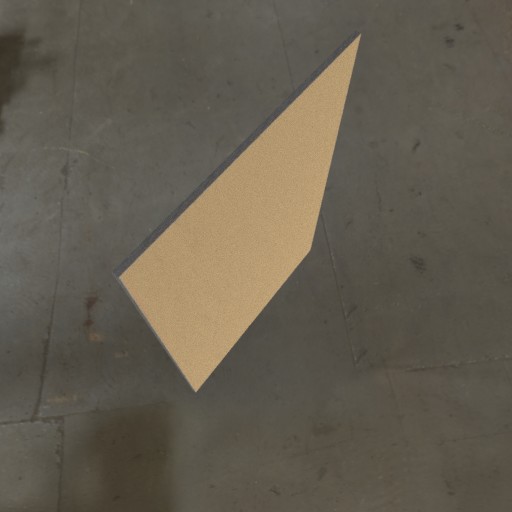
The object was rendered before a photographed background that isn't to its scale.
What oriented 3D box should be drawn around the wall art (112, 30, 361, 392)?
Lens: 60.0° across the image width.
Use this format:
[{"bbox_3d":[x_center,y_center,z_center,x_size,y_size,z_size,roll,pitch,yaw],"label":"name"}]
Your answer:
[{"bbox_3d":[0.000,0.000,1.418,0.016,1.116,0.810,34,68,16],"label":"wall art"}]
